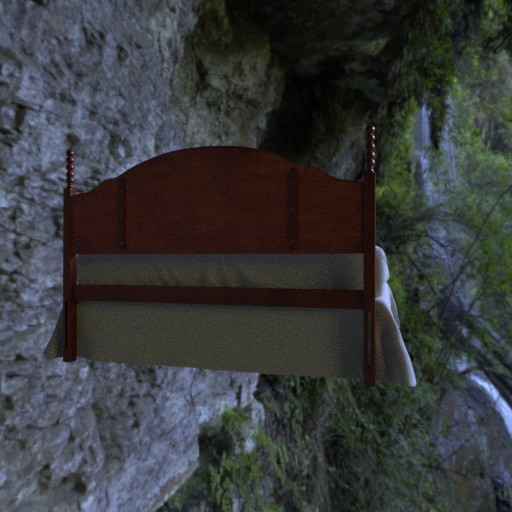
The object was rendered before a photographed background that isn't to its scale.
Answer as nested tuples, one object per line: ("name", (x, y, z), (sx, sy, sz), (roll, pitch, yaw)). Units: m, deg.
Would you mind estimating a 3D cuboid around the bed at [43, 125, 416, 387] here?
("bed", (0.000, 0.000, 3.599), (2.322, 1.355, 2.219), (0, 0, 16))
